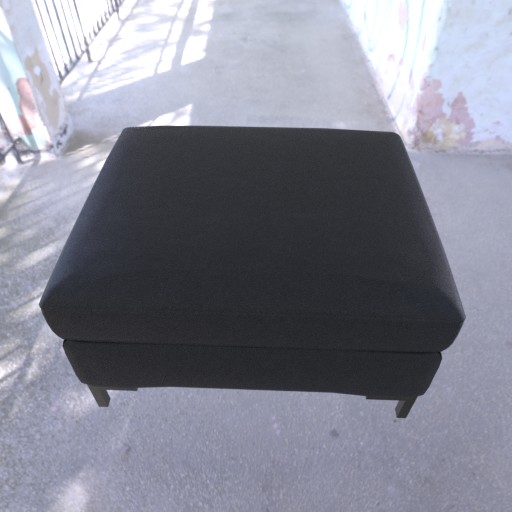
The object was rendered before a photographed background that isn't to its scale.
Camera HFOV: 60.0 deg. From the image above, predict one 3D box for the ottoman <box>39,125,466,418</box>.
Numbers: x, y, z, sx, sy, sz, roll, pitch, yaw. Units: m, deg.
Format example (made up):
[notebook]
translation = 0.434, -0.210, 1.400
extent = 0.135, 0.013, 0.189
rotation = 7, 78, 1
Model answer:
[ottoman]
translation = 0.000, 0.000, 1.714
extent = 1.187, 0.696, 0.967
rotation = 2, 45, 2
